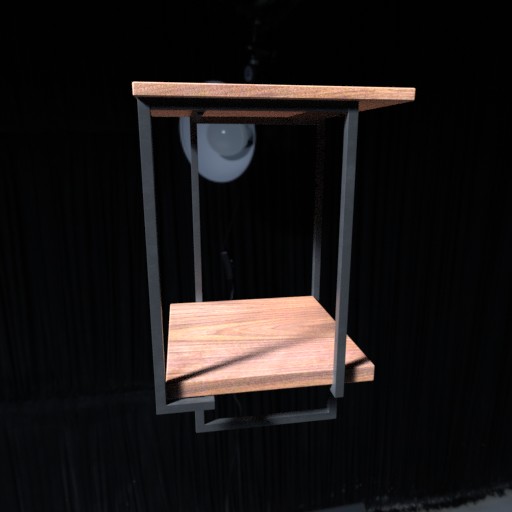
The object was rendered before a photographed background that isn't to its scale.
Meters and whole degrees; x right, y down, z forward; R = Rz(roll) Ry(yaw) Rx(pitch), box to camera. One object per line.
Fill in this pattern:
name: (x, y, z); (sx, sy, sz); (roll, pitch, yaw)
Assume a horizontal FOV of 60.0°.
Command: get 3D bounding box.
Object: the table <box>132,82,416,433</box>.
table: (0.000, 0.000, 0.852); (0.384, 0.567, 0.411); (-2, 14, -9)
